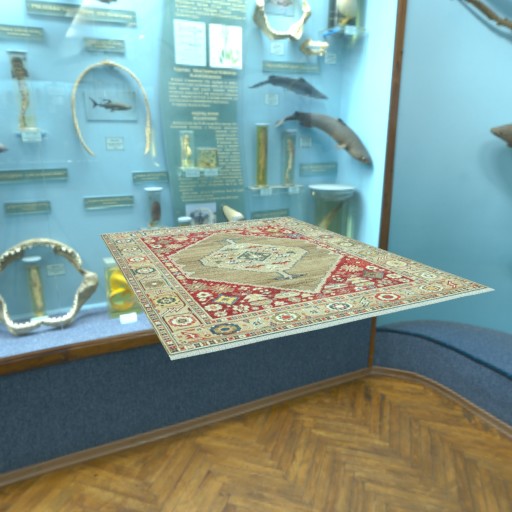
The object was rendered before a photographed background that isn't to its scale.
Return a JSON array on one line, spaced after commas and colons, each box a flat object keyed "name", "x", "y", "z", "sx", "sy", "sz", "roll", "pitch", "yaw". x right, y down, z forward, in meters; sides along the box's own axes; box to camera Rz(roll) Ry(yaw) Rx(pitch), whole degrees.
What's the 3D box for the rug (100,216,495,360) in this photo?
[{"name": "rug", "x": 0.000, "y": 0.000, "z": 4.152, "sx": 2.451, "sy": 0.008, "sz": 3.143, "roll": -7, "pitch": 18, "yaw": -24}]
